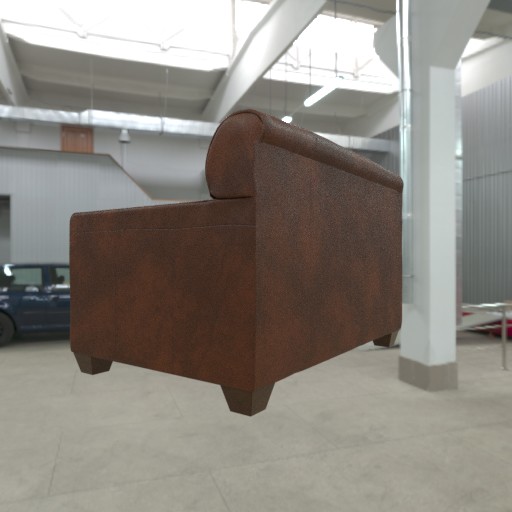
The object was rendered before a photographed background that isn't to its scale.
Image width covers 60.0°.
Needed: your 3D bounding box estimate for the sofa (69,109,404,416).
[{"bbox_3d":[0.000,0.000,2.107,1.000,0.956,1.413,0,0,36],"label":"sofa"}]
